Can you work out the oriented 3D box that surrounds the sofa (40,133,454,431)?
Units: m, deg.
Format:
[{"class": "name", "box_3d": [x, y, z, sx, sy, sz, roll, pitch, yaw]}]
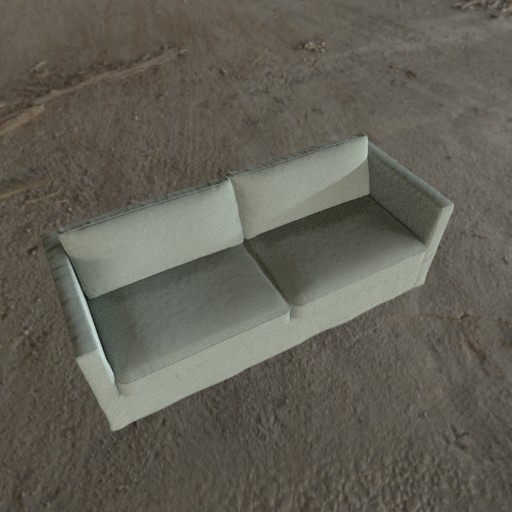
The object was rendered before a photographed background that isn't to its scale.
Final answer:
[{"class": "sofa", "box_3d": [0.000, 0.000, 2.794, 2.312, 0.853, 0.962, -21, 49, -19]}]
